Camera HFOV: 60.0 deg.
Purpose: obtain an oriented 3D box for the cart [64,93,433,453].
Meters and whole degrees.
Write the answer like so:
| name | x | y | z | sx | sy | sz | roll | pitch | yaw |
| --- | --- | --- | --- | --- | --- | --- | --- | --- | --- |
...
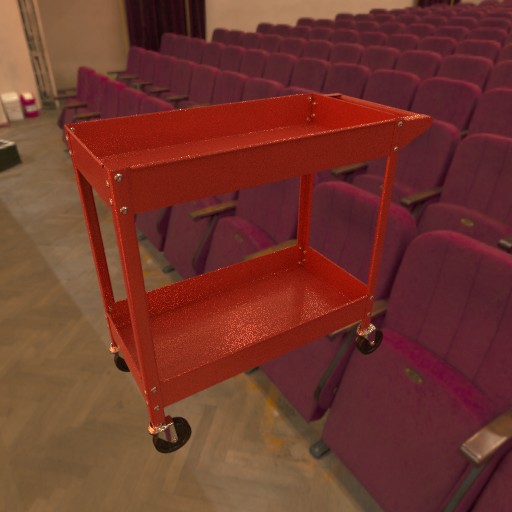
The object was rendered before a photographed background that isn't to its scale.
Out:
| name | x | y | z | sx | sy | sz | roll | pitch | yaw |
| --- | --- | --- | --- | --- | --- | --- | --- | --- | --- |
| cart | 0.000 | 0.000 | 1.174 | 0.779 | 0.719 | 0.366 | -17 | 35 | -27 |
